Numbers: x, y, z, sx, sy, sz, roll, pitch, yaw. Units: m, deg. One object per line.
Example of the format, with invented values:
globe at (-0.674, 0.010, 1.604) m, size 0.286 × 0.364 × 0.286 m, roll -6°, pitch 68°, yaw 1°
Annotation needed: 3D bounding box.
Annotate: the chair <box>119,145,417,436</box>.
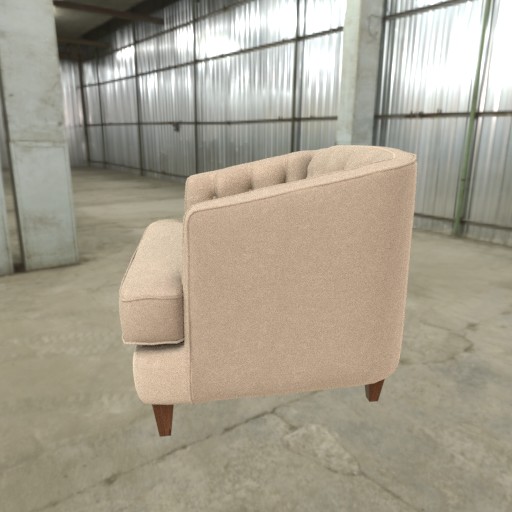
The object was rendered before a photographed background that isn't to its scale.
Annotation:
chair at (0.000, 0.000, 1.767) m, size 0.941 × 0.852 × 1.104 m, roll -2°, pitch 15°, yaw -8°
